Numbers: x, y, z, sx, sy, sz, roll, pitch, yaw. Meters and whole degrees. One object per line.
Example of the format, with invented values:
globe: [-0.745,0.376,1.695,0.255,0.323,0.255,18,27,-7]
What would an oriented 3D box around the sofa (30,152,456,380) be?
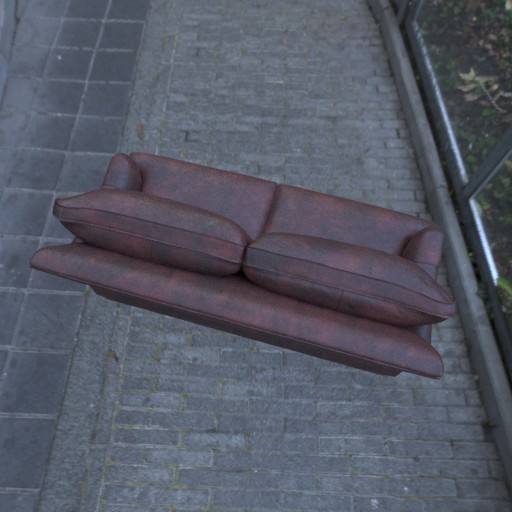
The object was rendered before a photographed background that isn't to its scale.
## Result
sofa: [0.000,0.000,2.706,2.144,1.071,1.147,14,65,7]
